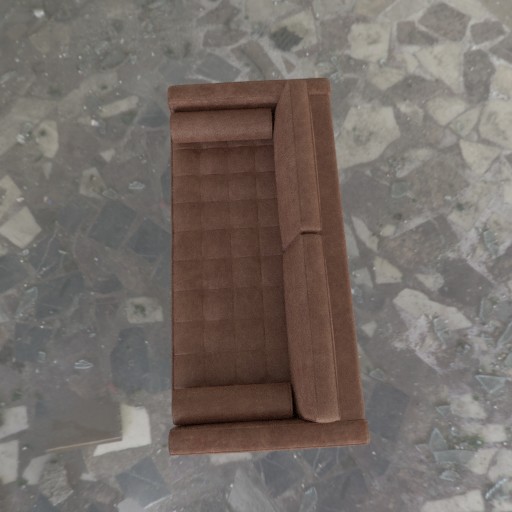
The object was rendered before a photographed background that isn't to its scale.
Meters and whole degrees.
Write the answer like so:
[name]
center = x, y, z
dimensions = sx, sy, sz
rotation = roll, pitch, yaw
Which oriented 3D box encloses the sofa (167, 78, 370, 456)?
[sofa]
center = 0.000, 0.000, 2.332
dimensions = 0.910, 0.760, 1.870
rotation = -3, 75, -1
